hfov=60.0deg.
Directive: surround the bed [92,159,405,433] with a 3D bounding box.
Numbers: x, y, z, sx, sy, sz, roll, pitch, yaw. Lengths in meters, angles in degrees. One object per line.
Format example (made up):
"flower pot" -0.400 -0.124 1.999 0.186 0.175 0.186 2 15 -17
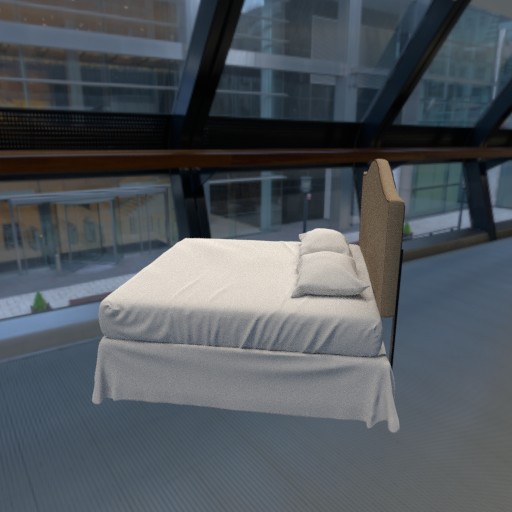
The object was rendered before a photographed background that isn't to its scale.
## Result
"bed" 0.000 0.000 3.824 2.222 1.651 2.311 2 16 8
